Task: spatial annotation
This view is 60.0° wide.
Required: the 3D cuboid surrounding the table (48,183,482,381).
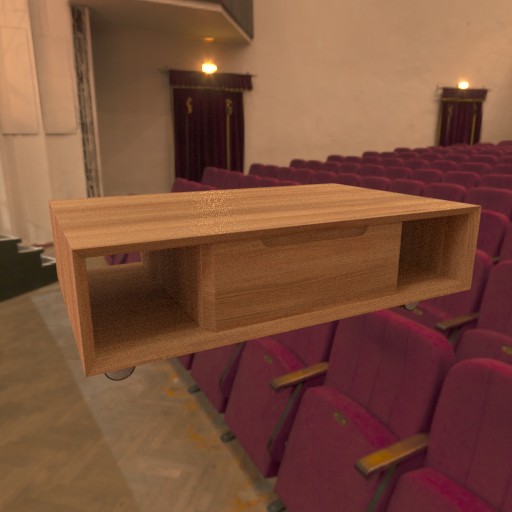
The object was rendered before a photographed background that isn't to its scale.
[{"bbox_3d":[0.000,0.000,1.374,1.100,0.330,0.700,-8,17,-26],"label":"table"}]
